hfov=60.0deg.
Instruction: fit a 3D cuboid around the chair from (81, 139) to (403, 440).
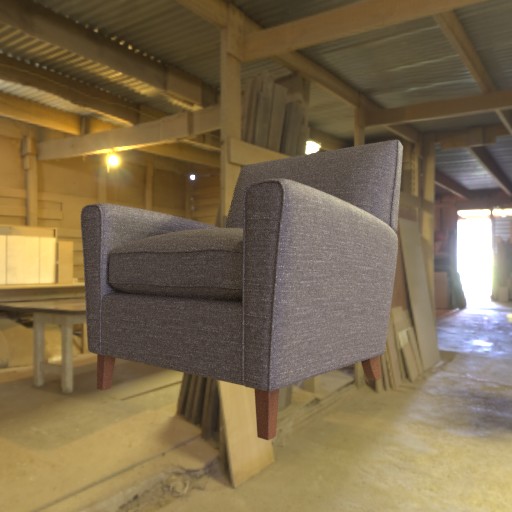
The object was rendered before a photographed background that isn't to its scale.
[{"bbox_3d":[0.000,0.000,1.589,0.838,0.885,0.875,-1,-1,38],"label":"chair"}]
